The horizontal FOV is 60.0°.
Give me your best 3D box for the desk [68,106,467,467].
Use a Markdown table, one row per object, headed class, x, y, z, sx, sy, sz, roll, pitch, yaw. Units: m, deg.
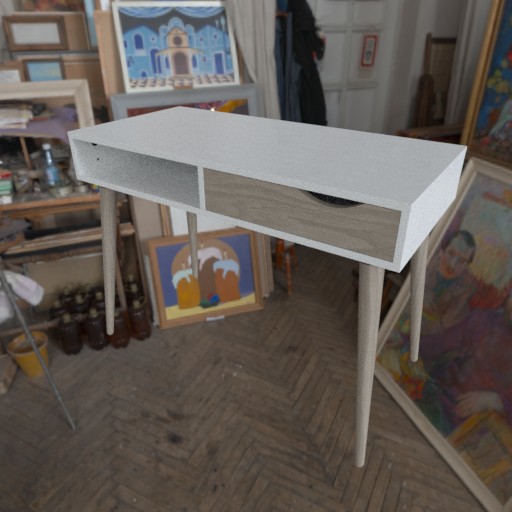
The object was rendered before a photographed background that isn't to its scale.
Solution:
| class | x | y | z | sx | sy | sz | roll | pitch | yaw |
| --- | --- | --- | --- | --- | --- | --- | --- | --- | --- |
| desk | 0.000 | 0.000 | 1.369 | 0.979 | 0.723 | 0.491 | 18 | 34 | 29 |
